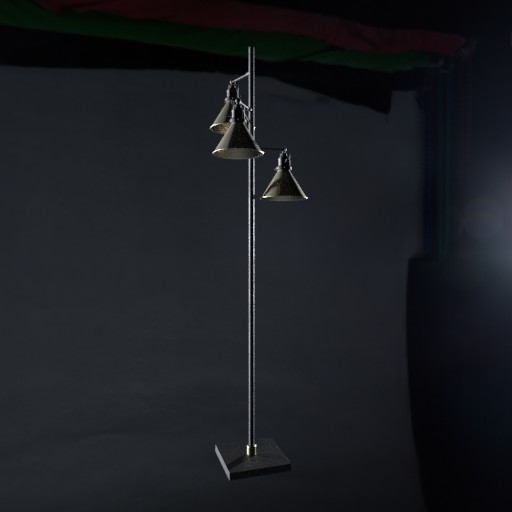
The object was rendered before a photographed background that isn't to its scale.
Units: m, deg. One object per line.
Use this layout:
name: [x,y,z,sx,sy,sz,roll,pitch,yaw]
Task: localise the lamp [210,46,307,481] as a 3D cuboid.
lamp: [0.000,0.000,1.858,0.415,1.716,0.428,0,1,-18]
